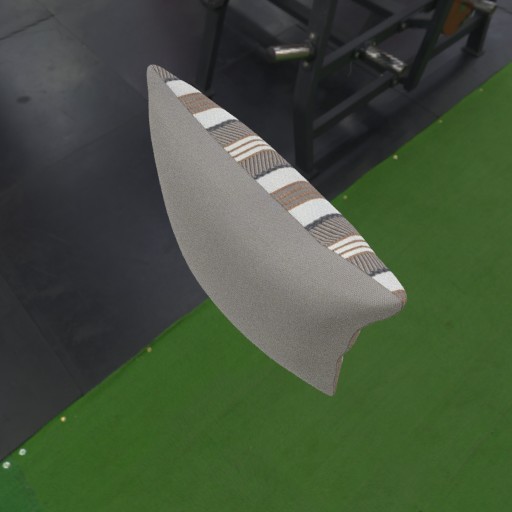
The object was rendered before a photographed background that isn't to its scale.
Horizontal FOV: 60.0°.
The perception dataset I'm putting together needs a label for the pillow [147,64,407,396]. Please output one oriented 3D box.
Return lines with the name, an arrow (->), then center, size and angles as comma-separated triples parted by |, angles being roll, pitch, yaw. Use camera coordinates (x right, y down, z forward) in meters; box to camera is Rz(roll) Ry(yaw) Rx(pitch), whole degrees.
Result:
pillow -> 0.000, 0.000, 0.640 | 0.173, 0.401, 0.416 | -36, 66, -18
